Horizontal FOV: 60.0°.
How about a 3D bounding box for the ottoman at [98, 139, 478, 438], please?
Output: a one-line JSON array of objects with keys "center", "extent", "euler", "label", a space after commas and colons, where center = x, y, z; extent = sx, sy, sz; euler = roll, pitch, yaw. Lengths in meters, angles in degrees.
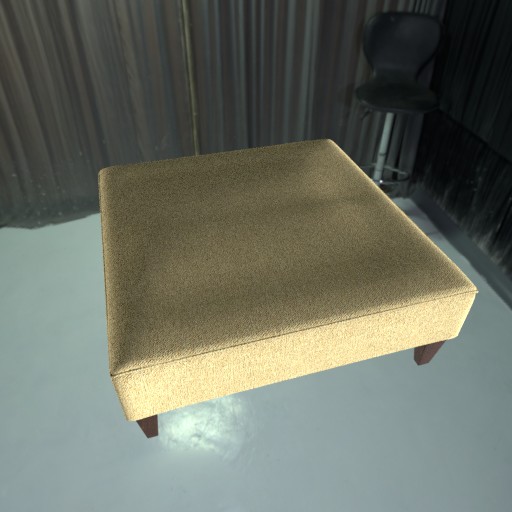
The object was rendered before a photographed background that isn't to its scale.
[{"center": [0.000, 0.000, 1.527], "extent": [0.970, 0.378, 0.981], "euler": [-11, 41, -13], "label": "ottoman"}]
